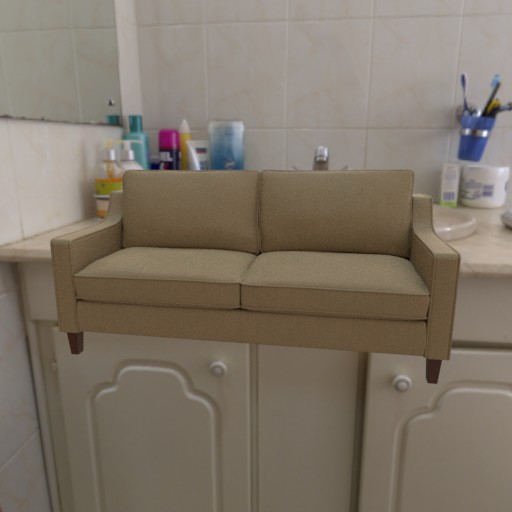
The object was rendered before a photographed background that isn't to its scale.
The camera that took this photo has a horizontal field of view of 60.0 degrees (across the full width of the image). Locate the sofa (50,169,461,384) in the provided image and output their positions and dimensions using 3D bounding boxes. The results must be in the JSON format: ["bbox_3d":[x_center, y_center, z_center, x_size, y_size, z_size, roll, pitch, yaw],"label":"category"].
[{"bbox_3d":[0.000,0.000,2.822,2.178,1.071,1.066,2,14,9],"label":"sofa"}]
